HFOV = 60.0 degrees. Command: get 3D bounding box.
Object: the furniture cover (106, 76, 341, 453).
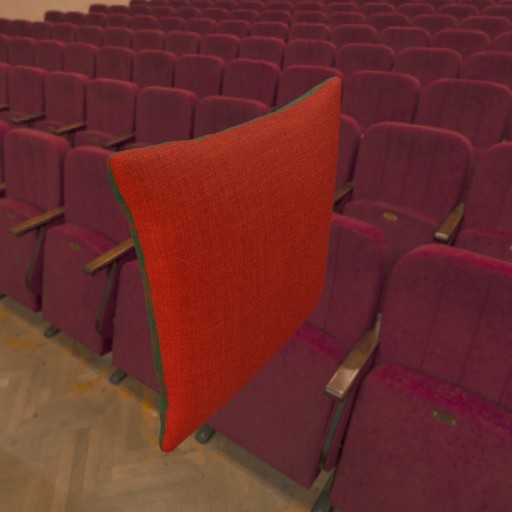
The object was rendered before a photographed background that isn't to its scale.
[{"bbox_3d":[0.000,0.000,0.762,0.158,0.508,0.517,21,38,29],"label":"furniture cover"}]
